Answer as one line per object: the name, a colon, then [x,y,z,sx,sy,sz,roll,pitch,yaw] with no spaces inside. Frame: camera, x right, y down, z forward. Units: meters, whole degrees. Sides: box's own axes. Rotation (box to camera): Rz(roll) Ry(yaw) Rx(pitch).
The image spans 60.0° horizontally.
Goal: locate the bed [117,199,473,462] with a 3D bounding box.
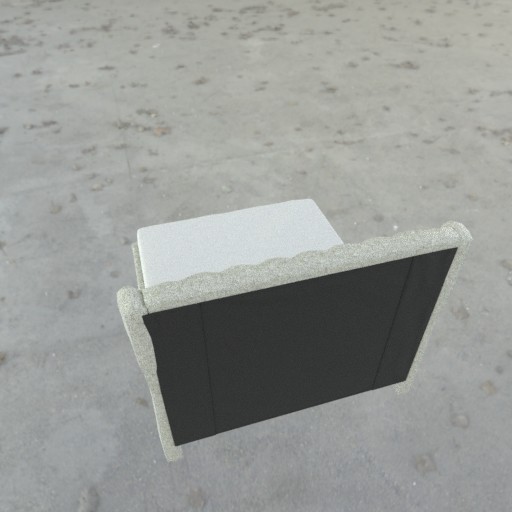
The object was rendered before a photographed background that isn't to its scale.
bed: [0.000,0.000,3.923,2.219,1.771,2.347,-11,43,-13]
